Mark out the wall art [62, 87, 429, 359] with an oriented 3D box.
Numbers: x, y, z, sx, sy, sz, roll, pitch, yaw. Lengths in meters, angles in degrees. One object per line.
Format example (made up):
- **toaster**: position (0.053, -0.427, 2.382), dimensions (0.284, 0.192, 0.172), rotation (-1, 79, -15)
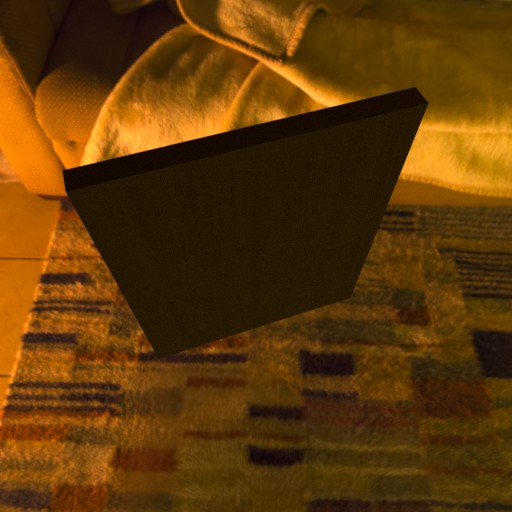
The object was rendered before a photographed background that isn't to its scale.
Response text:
- **wall art**: position (0.000, 0.000, 0.770), dimensions (0.455, 0.552, 0.034), rotation (-16, 59, -10)
